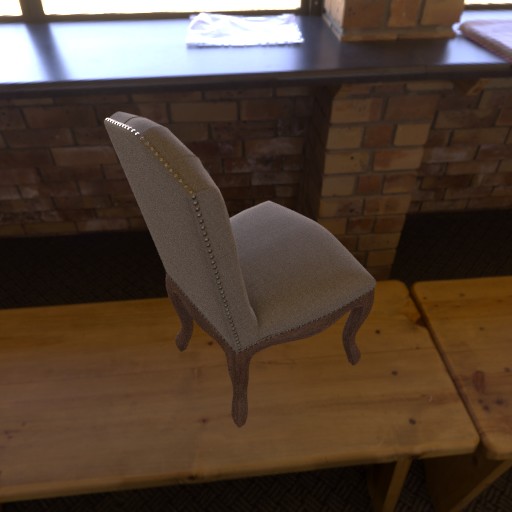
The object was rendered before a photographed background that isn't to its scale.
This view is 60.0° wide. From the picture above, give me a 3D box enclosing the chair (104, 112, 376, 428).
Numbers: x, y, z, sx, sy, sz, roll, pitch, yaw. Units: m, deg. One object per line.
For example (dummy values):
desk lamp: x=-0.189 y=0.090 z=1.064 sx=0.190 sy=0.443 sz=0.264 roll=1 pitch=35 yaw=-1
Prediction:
chair: x=0.000 y=0.000 z=1.613 sx=0.731 sy=1.191 sz=0.637 roll=-27 pitch=49 yaw=-27
